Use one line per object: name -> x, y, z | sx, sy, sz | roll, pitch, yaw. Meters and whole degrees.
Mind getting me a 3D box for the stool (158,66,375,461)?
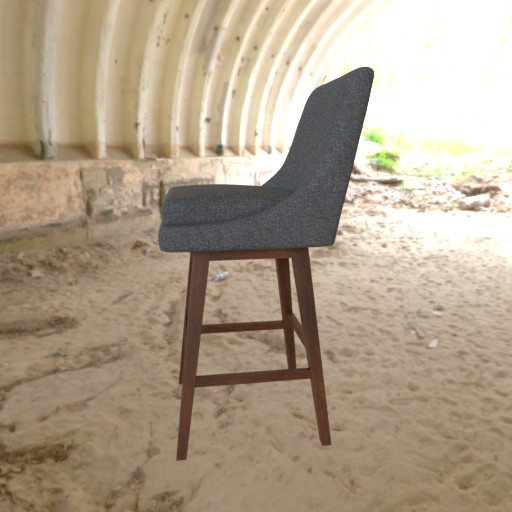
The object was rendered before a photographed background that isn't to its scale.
stool -> 0.000, 0.000, 1.398 | 0.572, 1.068, 0.489 | -2, 13, -8
